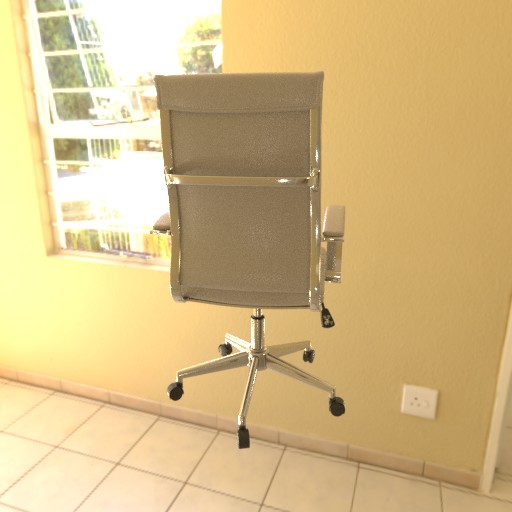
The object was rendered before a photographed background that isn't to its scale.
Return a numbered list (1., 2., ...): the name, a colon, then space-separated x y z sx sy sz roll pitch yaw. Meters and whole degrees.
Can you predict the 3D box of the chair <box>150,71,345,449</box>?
1. chair: 0.000 0.000 1.572 0.679 1.149 0.667 3 17 9
